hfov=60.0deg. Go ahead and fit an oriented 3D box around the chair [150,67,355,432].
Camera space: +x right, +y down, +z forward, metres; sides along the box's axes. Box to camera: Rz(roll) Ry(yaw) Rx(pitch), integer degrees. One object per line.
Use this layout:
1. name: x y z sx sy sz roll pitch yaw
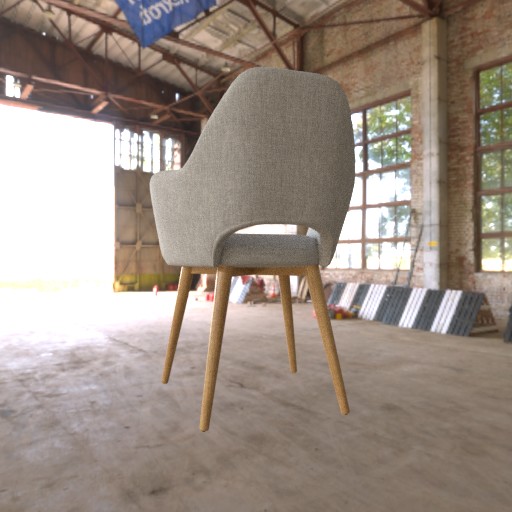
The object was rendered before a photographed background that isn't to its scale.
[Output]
1. chair: 0.000 0.000 1.276 0.590 0.840 0.610 0 0 -18
